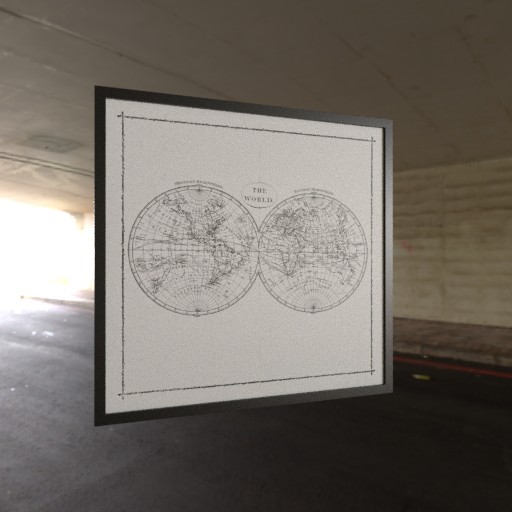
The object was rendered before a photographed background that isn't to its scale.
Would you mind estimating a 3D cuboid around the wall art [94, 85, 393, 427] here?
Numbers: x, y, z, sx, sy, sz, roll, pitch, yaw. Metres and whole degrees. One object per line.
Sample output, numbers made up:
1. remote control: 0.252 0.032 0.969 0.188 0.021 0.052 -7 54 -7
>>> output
1. wall art: 0.000 0.000 0.478 0.327 0.318 0.029 0 0 -18
